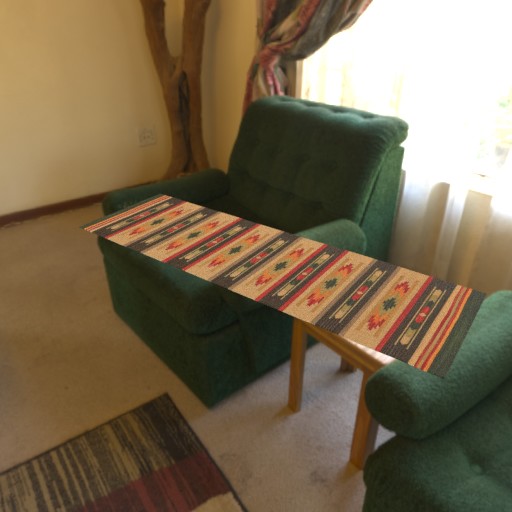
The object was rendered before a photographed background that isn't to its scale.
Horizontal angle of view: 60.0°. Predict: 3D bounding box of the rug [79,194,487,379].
[{"bbox_3d":[0.000,0.000,2.680,2.440,0.009,0.760,19,35,31],"label":"rug"}]
